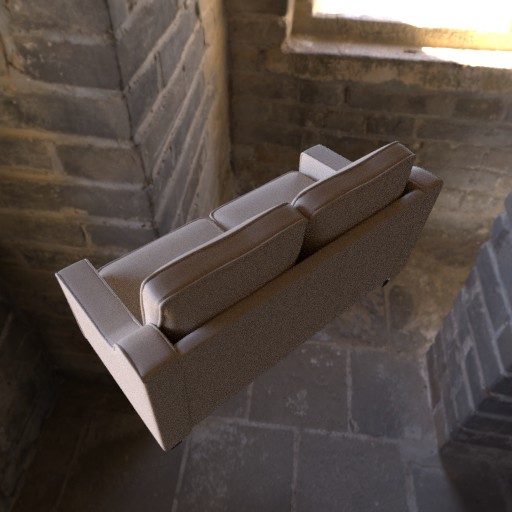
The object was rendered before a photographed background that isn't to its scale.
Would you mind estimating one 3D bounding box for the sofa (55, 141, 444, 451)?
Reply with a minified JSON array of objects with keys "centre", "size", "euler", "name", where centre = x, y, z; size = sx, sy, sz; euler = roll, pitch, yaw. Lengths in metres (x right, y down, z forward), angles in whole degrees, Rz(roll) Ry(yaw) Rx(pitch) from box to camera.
[{"centre":[0.000,0.000,3.435],"size":[2.587,1.562,1.351],"euler":[-31,53,-27],"name":"sofa"}]
